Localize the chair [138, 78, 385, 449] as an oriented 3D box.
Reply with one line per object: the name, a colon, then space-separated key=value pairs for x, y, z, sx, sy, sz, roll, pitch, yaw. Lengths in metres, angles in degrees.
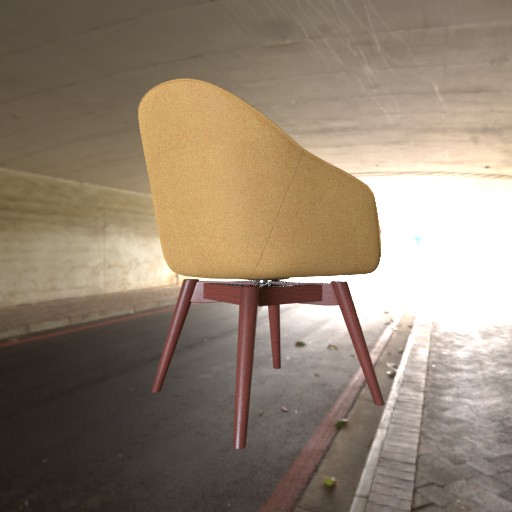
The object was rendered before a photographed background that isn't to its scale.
chair: x=0.000 y=0.000 z=1.267 sx=0.635 sy=0.823 sz=0.596 roll=-1 pitch=1 yaw=-35
